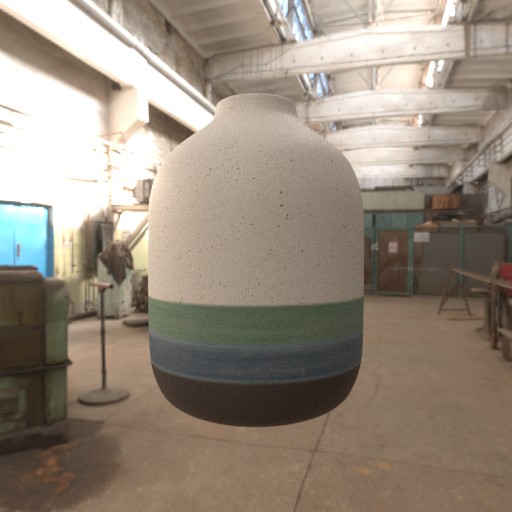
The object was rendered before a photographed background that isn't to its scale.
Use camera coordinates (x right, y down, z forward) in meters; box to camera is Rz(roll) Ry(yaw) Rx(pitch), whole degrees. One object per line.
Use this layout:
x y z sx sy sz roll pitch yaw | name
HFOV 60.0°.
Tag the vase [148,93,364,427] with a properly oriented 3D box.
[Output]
0.000 0.000 0.358 0.169 0.240 0.169 0 1 0 | vase
